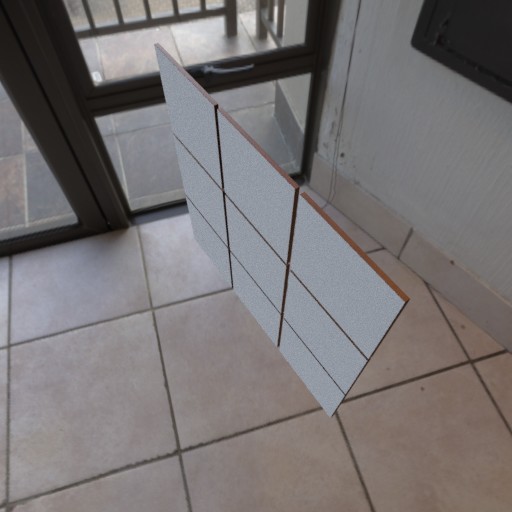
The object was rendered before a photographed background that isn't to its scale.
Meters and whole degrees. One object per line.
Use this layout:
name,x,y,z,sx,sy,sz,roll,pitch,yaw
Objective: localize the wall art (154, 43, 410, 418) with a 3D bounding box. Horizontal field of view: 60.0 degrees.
wall art,0.000,0.000,1.852,0.017,1.246,1.256,-31,63,-18
